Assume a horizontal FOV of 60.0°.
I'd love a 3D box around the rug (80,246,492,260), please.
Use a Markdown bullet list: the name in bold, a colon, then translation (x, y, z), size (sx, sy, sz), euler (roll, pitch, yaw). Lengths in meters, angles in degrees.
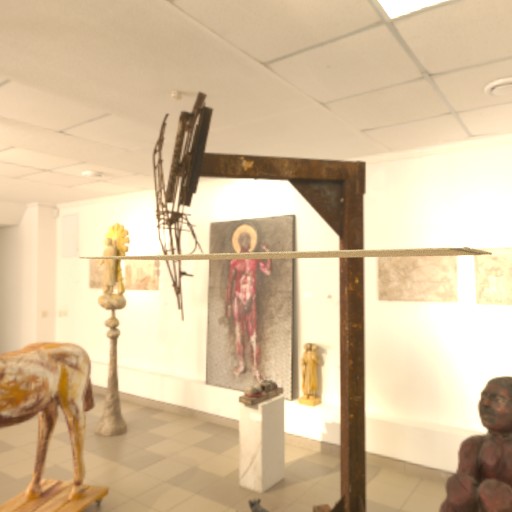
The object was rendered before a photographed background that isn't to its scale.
- **rug**: translation (0.000, 0.000, 2.786), size (2.544, 0.015, 0.795), euler (-1, -2, 35)
